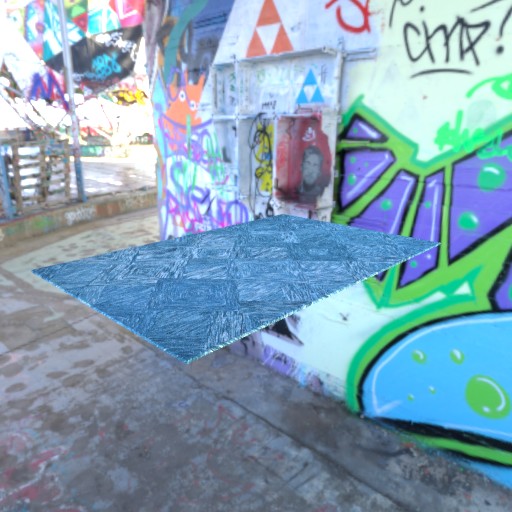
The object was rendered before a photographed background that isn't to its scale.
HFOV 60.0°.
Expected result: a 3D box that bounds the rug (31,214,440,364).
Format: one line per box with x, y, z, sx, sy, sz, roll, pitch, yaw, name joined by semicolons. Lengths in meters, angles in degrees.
0.000;0.000;2.896;1.490;0.015;2.277;16;23;42;rug
